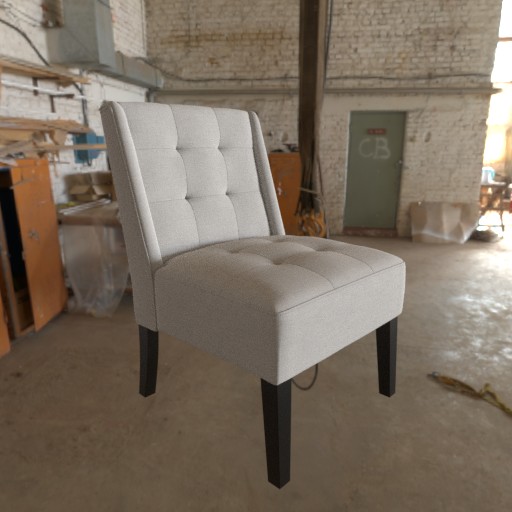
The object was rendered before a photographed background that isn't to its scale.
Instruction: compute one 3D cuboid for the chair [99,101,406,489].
[{"bbox_3d":[0.000,0.000,1.271,0.676,0.853,0.569,13,19,42],"label":"chair"}]
